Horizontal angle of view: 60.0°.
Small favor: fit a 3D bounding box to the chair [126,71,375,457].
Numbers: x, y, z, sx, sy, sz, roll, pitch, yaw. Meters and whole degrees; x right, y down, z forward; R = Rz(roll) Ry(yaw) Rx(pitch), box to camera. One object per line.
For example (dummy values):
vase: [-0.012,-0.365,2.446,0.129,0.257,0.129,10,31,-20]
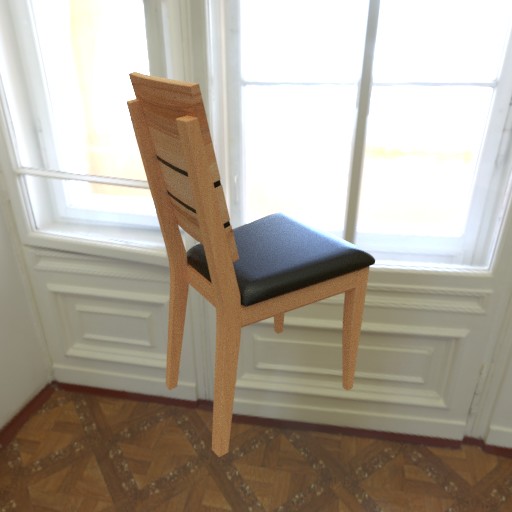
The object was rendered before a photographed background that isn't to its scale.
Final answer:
chair: [0.000,0.000,1.215,0.520,0.940,0.410,-18,32,-31]
